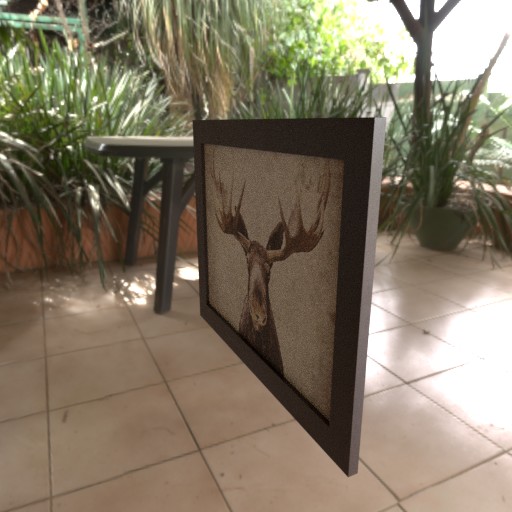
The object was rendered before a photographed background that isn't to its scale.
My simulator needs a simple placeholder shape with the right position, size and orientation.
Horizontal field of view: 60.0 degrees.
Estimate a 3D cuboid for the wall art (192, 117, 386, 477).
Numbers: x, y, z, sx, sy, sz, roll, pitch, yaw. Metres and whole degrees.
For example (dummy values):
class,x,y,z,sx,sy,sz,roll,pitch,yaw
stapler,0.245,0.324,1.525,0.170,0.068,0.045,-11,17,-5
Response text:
class,x,y,z,sx,sy,sz,roll,pitch,yaw
wall art,0.000,0.000,1.614,0.034,0.952,1.207,-8,19,-25
